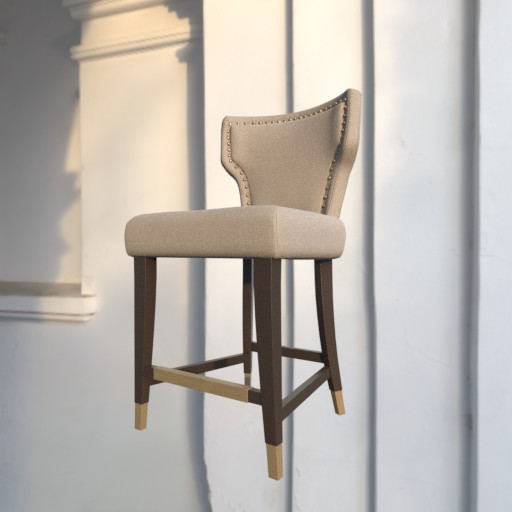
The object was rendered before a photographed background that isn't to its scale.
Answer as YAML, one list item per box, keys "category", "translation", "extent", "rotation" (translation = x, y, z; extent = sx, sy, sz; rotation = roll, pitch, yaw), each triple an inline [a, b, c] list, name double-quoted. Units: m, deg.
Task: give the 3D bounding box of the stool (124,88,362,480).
- category: "stool"
  translation: [0.000, 0.000, 1.313]
  extent: [0.527, 0.982, 0.563]
  rotation: [1, 1, 36]
